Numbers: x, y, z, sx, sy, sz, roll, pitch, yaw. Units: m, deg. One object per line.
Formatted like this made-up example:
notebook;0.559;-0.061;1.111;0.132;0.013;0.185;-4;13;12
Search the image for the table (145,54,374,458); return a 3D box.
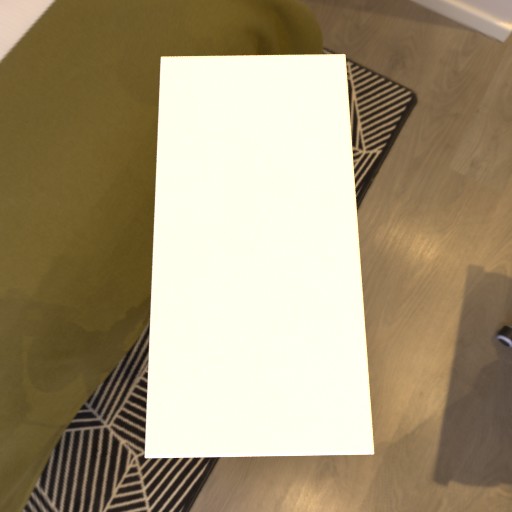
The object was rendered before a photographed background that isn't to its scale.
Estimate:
table;0.000;0.000;1.434;0.550;0.510;1.107;-1;76;0
